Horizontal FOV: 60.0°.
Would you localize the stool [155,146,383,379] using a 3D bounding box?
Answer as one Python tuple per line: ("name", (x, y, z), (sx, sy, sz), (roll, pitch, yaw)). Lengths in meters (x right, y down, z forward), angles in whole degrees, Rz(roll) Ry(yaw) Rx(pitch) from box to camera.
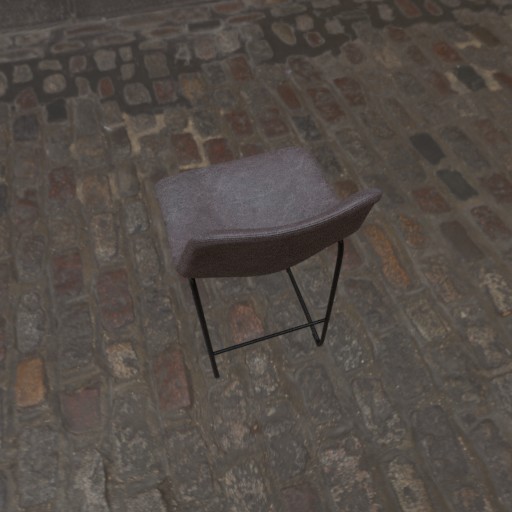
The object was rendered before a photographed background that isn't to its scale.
("stool", (0.000, 0.000, 1.442), (0.514, 1.082, 0.561), (-15, 60, -9))
